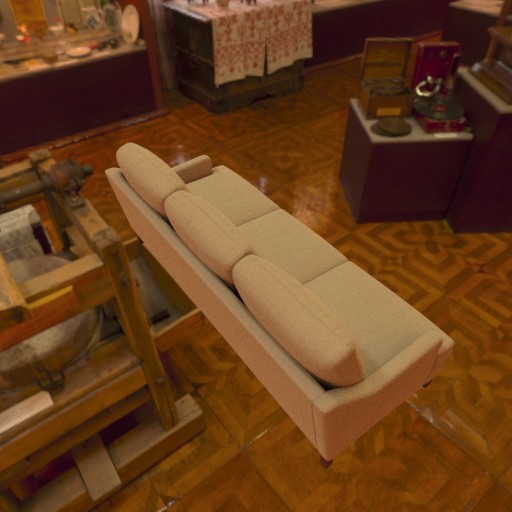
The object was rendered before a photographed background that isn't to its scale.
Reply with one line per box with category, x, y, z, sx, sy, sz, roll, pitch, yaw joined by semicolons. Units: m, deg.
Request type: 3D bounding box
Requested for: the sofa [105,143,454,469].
sofa;0.000;0.000;2.826;1.000;0.913;2.321;-26;48;-26
